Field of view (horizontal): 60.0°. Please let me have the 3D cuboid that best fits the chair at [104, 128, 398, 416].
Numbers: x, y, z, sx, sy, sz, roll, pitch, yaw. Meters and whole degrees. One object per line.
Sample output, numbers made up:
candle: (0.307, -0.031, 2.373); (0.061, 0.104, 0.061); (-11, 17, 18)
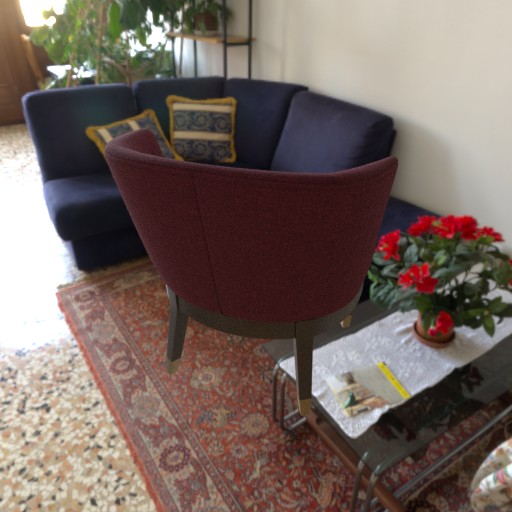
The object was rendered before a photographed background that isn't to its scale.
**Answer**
chair: (0.000, 0.000, 1.296); (0.700, 0.760, 0.660); (11, 33, 18)
